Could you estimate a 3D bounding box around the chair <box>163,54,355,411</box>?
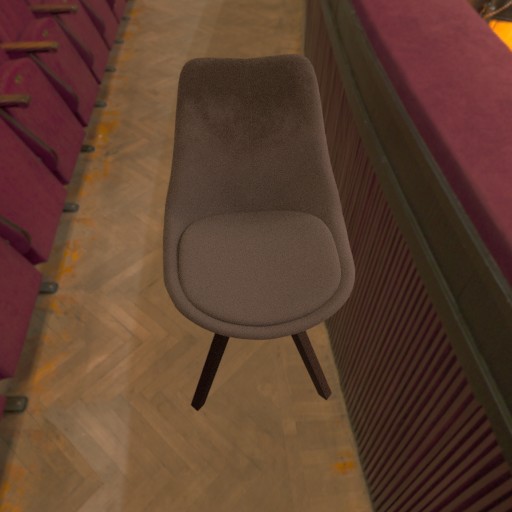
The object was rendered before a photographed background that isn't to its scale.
[{"bbox_3d":[0.000,0.000,1.192,0.476,0.850,0.550,-4,47,-3],"label":"chair"}]
